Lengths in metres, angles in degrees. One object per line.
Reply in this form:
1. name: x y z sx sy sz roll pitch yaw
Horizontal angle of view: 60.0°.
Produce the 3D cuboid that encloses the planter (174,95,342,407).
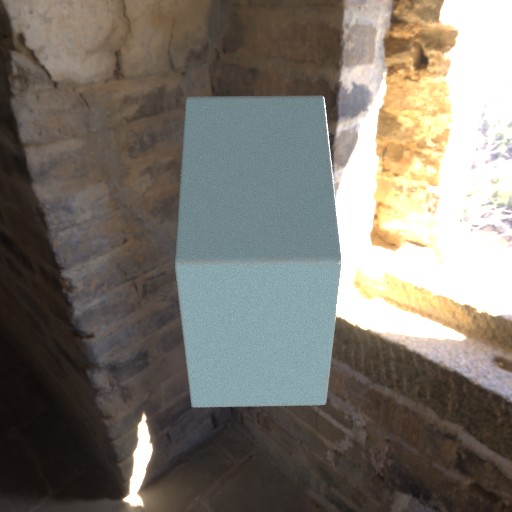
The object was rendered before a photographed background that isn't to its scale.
1. planter: 0.000 0.000 0.298 0.078 0.207 0.169 -1 31 -1
